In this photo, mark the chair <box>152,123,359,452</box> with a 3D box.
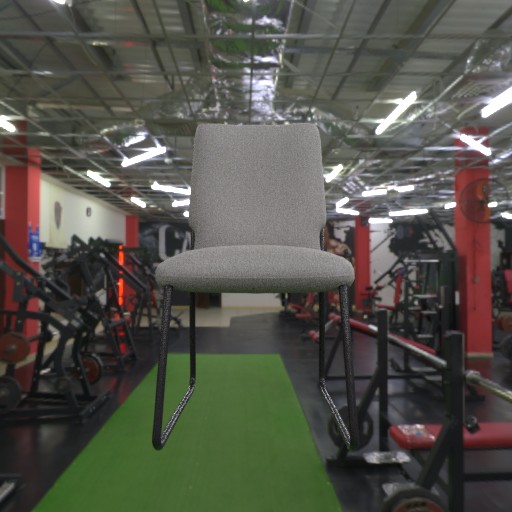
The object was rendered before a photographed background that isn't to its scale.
[{"bbox_3d":[0.000,0.000,1.209,0.448,0.864,0.560,0,-1,1],"label":"chair"}]
